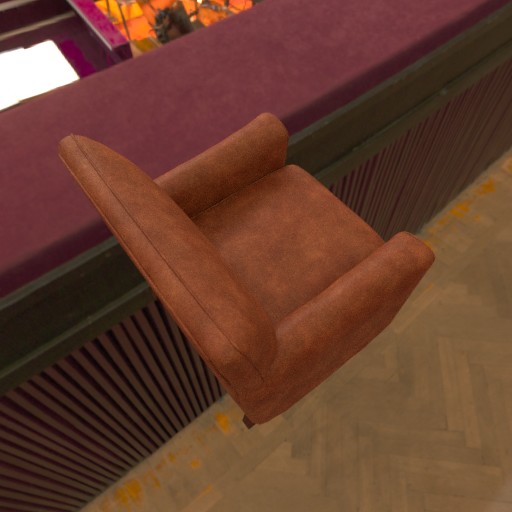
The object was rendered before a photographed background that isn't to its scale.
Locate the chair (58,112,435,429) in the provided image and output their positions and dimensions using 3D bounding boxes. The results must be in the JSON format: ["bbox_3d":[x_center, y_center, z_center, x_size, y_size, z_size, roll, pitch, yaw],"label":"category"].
[{"bbox_3d":[0.000,0.000,1.574,0.823,0.943,0.870,-33,63,-19],"label":"chair"}]
